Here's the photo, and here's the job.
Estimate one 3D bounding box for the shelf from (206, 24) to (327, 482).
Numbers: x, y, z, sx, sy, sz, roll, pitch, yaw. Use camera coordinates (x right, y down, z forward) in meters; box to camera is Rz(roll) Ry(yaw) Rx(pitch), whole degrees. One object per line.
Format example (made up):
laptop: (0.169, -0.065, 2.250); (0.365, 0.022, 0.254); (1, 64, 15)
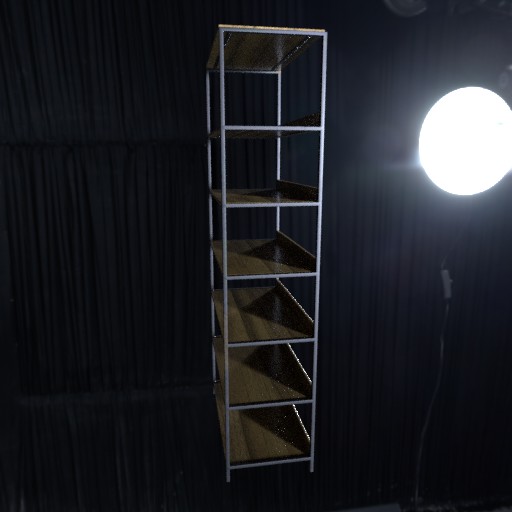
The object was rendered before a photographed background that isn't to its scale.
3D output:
shelf: (0.000, 0.000, 2.344); (0.431, 2.015, 0.847); (-2, 13, -10)
